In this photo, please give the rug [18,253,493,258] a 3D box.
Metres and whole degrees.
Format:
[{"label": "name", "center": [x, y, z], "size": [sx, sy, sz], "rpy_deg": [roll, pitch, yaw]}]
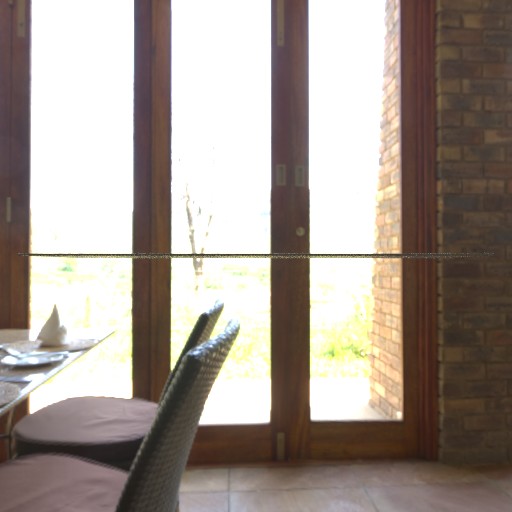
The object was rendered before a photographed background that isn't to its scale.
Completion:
[{"label": "rug", "center": [0.000, 0.000, 1.971], "size": [1.827, 0.012, 0.553], "rpy_deg": [0, -1, -1]}]
